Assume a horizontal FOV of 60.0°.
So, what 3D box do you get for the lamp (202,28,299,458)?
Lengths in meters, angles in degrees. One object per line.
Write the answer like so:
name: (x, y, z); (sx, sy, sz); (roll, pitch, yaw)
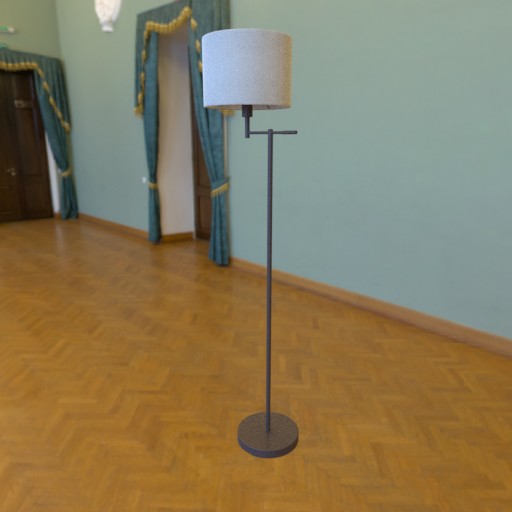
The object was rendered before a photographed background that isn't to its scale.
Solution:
lamp: (0.000, 0.000, 1.772); (0.324, 1.600, 0.416); (-14, 21, -43)
